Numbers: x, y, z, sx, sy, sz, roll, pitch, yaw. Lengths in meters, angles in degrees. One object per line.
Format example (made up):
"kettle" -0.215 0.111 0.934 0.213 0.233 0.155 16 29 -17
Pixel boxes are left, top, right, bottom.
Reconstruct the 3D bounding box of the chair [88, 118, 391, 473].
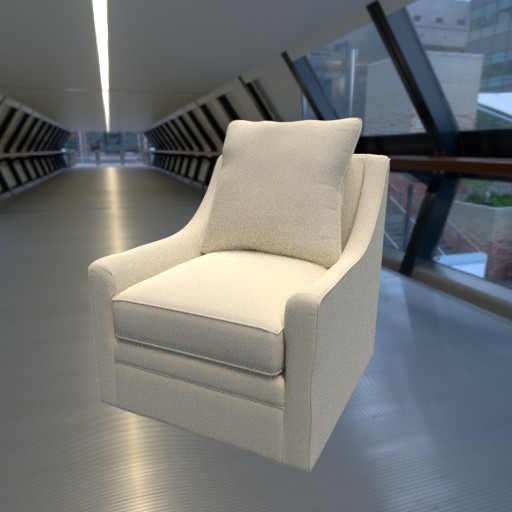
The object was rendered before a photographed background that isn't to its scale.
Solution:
"chair" 0.000 0.000 1.583 0.756 0.965 0.876 7 16 26
